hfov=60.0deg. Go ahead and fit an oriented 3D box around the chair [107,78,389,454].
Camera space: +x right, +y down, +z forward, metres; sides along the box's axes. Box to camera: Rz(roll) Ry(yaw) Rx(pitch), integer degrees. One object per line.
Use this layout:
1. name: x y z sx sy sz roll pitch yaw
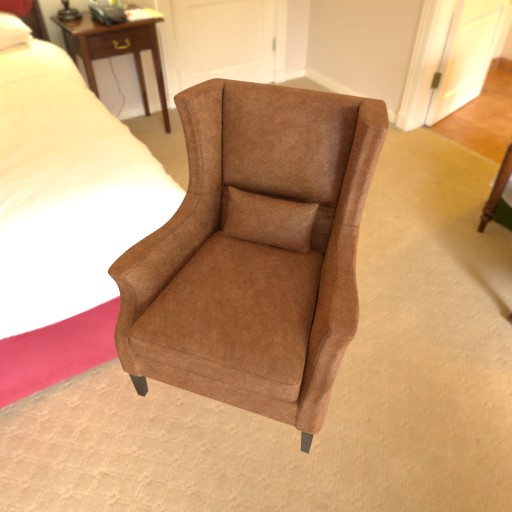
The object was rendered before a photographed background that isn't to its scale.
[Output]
1. chair: 0.000 0.000 1.689 0.853 1.016 0.926 13 43 15
